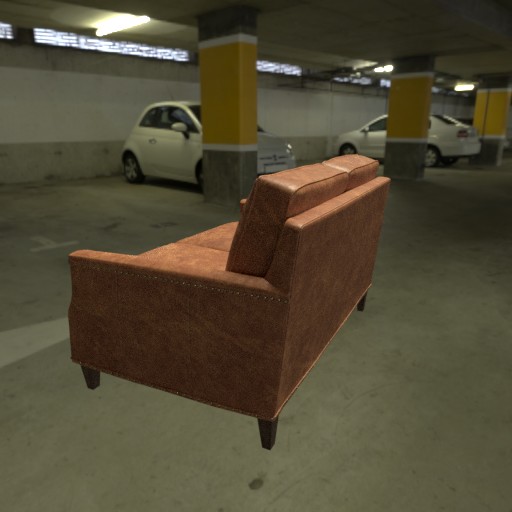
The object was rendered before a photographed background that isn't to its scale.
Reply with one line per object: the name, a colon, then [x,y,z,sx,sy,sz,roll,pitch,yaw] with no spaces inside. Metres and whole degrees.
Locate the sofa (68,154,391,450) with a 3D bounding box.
sofa: [0.000,0.000,2.320,1.084,1.003,1.597,8,18,25]
